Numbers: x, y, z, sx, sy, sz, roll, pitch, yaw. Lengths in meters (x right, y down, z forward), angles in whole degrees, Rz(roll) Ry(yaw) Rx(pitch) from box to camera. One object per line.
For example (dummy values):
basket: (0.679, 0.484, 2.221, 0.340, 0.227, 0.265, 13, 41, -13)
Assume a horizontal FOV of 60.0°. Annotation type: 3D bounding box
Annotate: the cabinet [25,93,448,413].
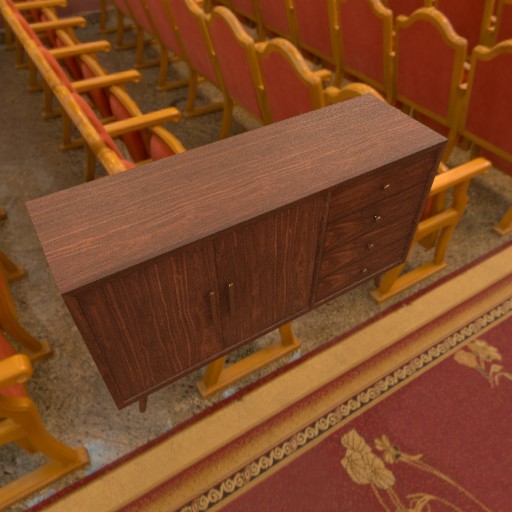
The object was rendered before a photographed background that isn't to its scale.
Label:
cabinet: (0.000, 0.000, 2.013, 1.575, 0.940, 0.505, -24, 50, -21)
